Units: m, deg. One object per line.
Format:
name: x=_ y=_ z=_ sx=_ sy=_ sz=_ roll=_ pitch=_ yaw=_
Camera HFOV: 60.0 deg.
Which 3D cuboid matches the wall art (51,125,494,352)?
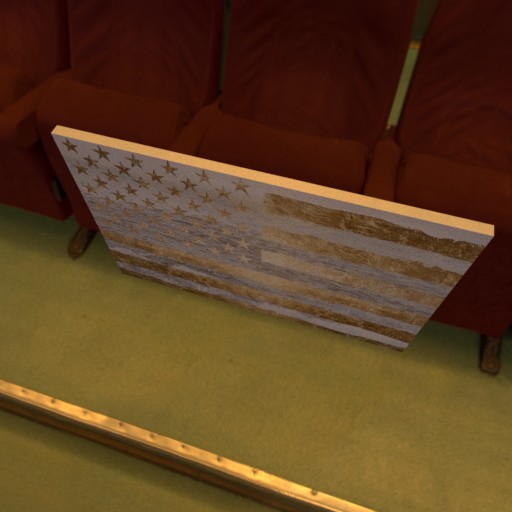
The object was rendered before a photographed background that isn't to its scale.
wall art: x=0.000 y=0.000 z=1.160 sx=0.932 sy=0.610 sz=0.027 roll=15 pitch=59 yaw=9
